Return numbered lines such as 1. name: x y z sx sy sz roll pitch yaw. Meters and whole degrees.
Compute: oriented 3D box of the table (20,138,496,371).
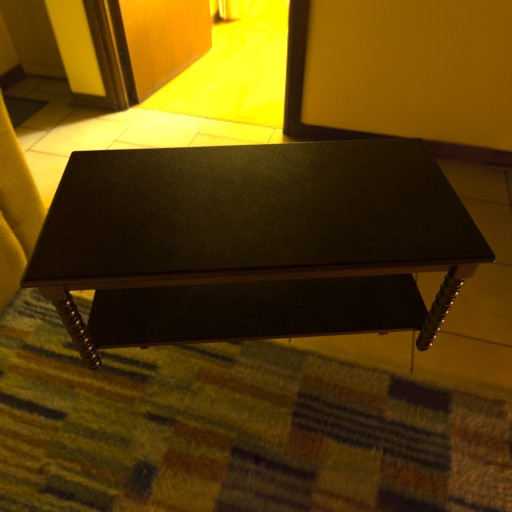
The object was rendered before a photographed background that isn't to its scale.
1. table: 0.000 0.000 1.448 1.171 0.487 0.580 -3 46 -3
